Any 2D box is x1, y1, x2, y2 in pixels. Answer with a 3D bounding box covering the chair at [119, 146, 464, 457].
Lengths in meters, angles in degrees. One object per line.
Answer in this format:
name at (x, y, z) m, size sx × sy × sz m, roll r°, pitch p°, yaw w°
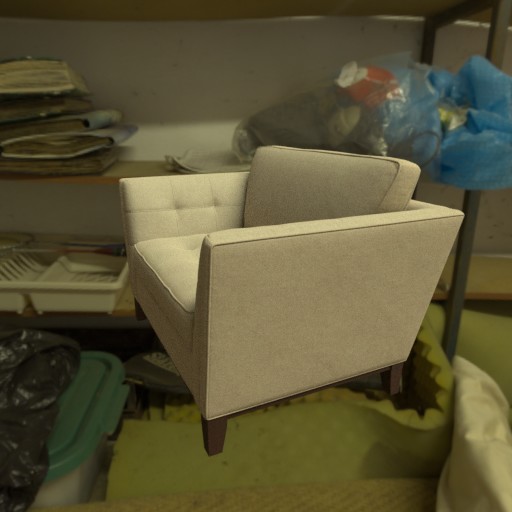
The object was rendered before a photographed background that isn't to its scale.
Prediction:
chair at (0.000, 0.000, 2.040) m, size 0.965 × 0.940 × 1.397 m, roll -8°, pitch 19°, yaw -25°
